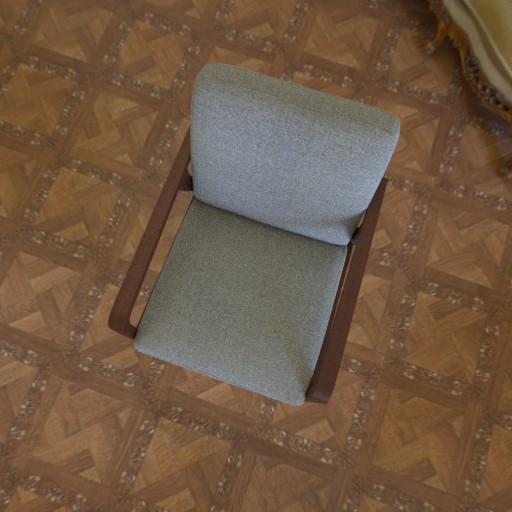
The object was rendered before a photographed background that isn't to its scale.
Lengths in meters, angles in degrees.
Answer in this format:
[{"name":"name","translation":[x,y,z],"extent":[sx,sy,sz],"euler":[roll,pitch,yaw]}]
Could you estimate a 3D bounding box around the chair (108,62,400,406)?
[{"name":"chair","translation":[0.000,0.000,1.523],"extent":[0.704,0.847,0.858],"euler":[18,76,5]}]
